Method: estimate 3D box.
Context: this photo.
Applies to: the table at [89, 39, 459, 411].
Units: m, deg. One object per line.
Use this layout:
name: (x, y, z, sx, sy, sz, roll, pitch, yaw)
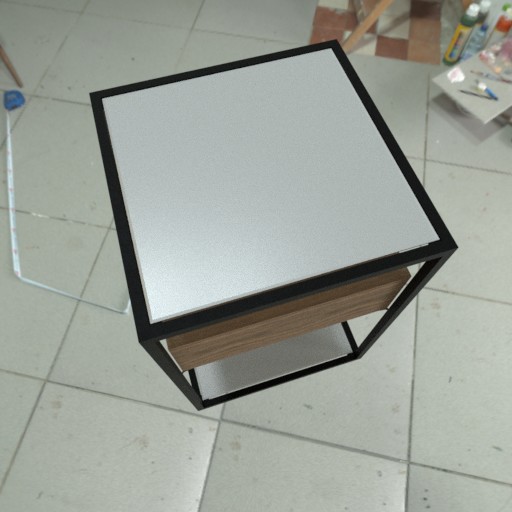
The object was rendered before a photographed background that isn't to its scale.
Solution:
table: (0.000, 0.000, 0.814, 0.378, 0.540, 0.378, -16, 65, -8)
